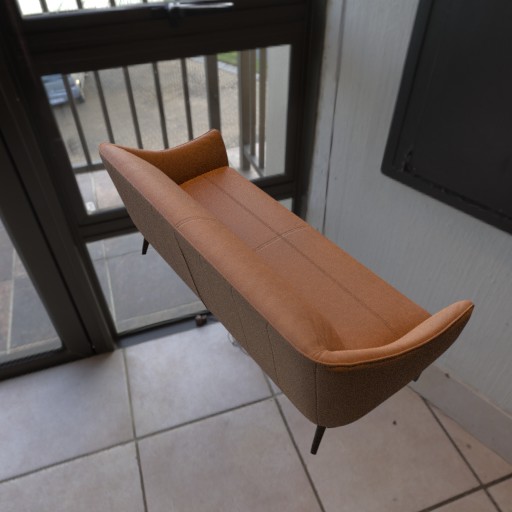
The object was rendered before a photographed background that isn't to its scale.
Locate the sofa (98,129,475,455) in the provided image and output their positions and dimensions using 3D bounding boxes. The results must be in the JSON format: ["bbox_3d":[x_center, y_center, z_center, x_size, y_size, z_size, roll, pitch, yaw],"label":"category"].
[{"bbox_3d":[0.000,0.000,2.315,0.869,0.830,1.928,-28,49,-26],"label":"sofa"}]
